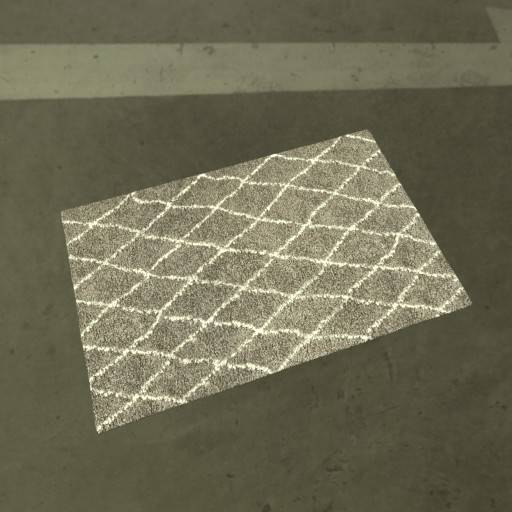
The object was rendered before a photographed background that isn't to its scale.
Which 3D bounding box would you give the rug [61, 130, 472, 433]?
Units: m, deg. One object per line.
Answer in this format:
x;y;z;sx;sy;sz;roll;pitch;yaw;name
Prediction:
0.000;0.000;3.417;2.743;0.030;1.778;-17;64;-8;rug
